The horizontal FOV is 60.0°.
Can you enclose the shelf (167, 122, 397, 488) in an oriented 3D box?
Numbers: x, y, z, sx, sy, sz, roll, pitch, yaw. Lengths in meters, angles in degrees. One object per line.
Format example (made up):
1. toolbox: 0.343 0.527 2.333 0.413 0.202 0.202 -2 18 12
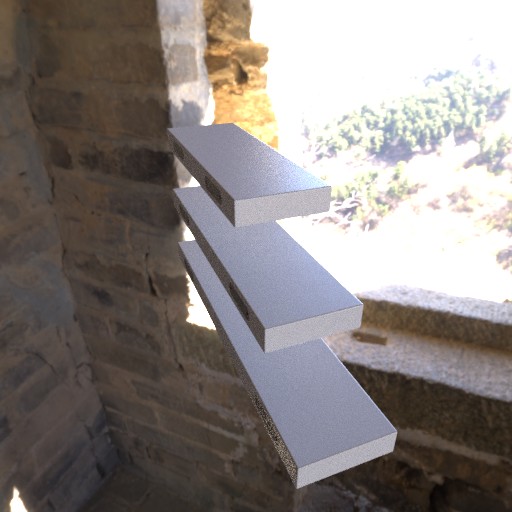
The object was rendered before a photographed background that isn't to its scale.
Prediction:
1. shelf: 0.000 0.000 0.727 0.140 0.293 0.610 -11 31 -19
